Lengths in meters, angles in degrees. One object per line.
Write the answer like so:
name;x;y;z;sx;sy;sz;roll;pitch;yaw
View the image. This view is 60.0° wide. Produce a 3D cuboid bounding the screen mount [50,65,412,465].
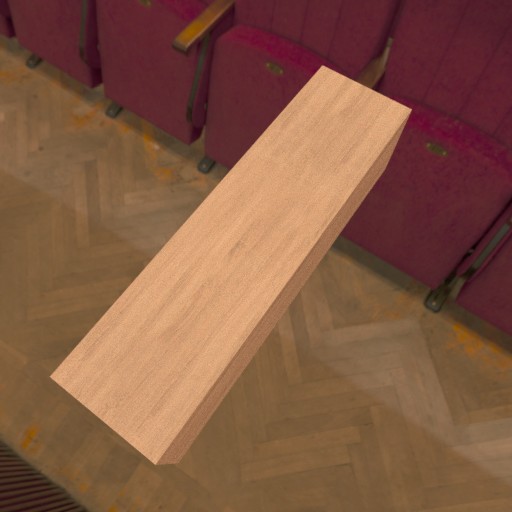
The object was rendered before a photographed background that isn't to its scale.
screen mount;0.000;0.000;1.717;0.400;0.510;1.500;33;70;14
